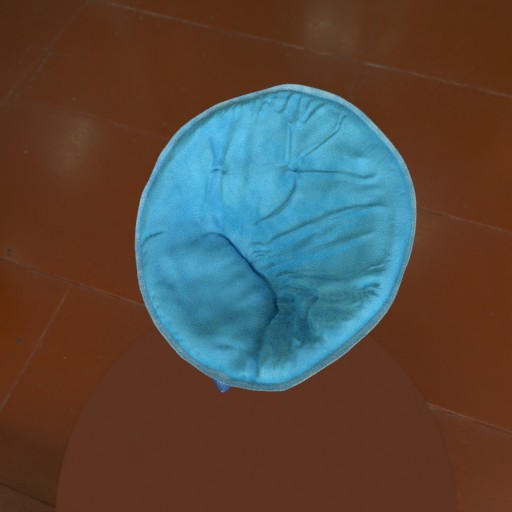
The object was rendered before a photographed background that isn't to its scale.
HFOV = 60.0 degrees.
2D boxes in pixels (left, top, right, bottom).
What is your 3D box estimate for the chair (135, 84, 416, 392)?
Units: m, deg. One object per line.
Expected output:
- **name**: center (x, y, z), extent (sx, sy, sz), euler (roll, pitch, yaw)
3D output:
- **chair**: center (0.000, 0.000, 0.875), extent (0.465, 0.478, 0.520), euler (-34, 68, -16)
